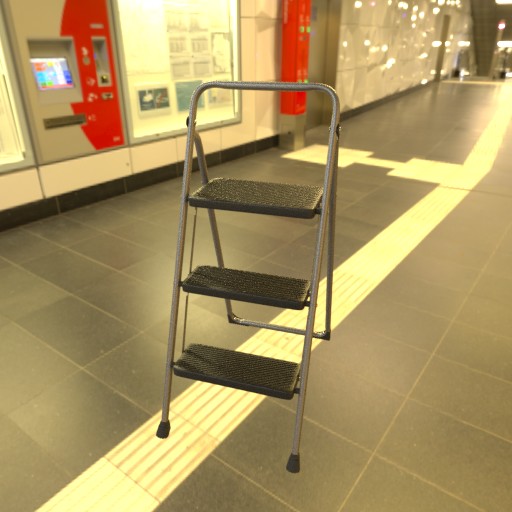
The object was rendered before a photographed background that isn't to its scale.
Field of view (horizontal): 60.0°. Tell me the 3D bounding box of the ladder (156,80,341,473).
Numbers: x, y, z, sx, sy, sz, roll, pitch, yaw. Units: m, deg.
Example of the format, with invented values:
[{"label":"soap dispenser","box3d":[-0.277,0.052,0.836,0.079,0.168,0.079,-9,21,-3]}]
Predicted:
[{"label":"ladder","box3d":[0.000,0.000,1.302,0.430,0.945,0.629,8,27,15]}]
